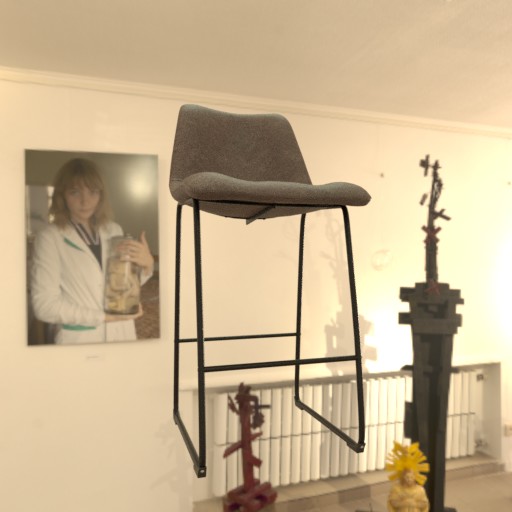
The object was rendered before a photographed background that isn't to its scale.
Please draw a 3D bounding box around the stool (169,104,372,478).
[{"bbox_3d":[0.000,0.000,1.378,0.514,1.082,0.561,0,-1,-18],"label":"stool"}]
